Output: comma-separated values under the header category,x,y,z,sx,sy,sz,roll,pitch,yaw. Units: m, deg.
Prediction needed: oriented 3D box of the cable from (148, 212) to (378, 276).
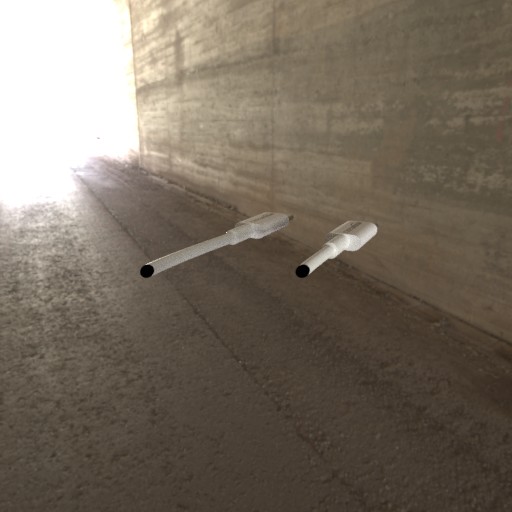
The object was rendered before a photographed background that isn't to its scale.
category,x,y,z,sx,sy,sz,roll,pitch,yaw
cable,0.000,0.000,0.112,0.041,0.005,0.098,9,19,27
